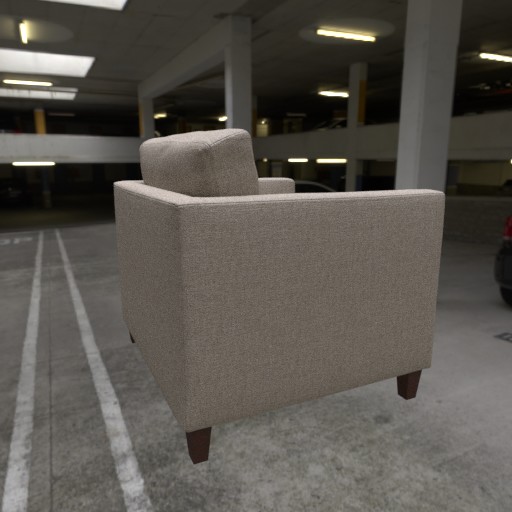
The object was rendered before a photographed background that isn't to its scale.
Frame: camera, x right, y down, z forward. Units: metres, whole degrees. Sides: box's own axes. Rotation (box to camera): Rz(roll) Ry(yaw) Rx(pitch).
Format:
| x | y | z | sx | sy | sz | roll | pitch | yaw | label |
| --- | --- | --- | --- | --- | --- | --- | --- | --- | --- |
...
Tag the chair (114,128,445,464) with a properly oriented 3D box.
| x | y | z | sx | sy | sz | roll | pitch | yaw | label |
| --- | --- | --- | --- | --- | --- | --- | --- | --- | --- |
| 0.000 | 0.000 | 1.802 | 0.959 | 0.961 | 1.107 | -6 | 14 | -25 | chair |
